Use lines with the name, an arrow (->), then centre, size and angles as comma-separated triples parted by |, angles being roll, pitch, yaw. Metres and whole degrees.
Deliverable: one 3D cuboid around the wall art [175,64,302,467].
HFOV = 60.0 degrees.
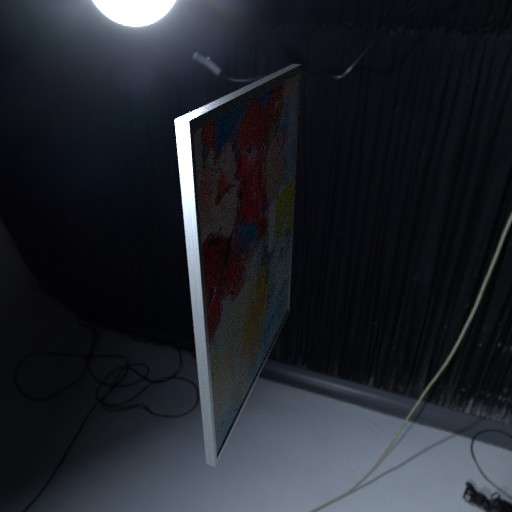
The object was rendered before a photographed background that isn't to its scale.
wall art -> 0.000, 0.000, 1.429 | 0.030, 1.046, 0.816 | 10, 32, 17
